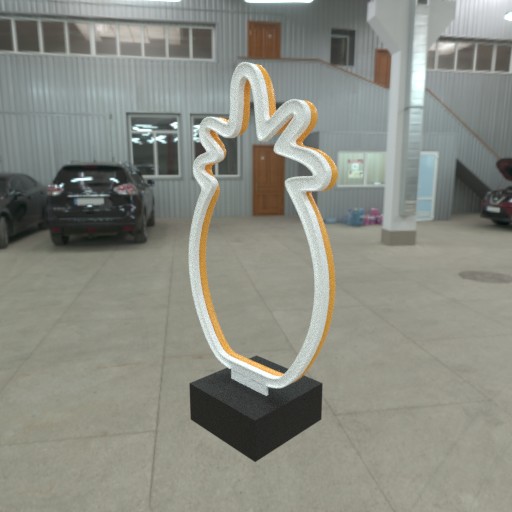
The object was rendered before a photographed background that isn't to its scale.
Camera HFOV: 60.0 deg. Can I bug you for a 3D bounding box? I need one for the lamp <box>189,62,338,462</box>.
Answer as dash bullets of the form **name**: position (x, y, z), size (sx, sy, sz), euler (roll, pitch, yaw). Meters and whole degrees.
- **lamp**: position (0.000, 0.000, 0.389), size (0.088, 0.317, 0.167), euler (-11, 16, -44)
